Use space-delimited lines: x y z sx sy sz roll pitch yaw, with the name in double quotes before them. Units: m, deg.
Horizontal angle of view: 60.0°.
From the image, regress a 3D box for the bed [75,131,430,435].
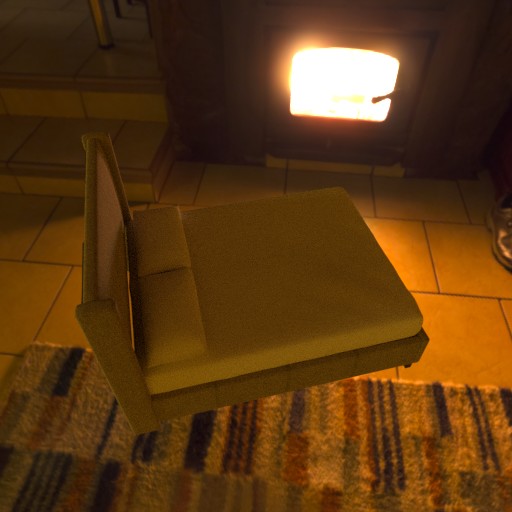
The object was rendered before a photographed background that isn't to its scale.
"bed" 0.000 0.000 3.431 2.245 1.481 1.714 -10 47 -10
